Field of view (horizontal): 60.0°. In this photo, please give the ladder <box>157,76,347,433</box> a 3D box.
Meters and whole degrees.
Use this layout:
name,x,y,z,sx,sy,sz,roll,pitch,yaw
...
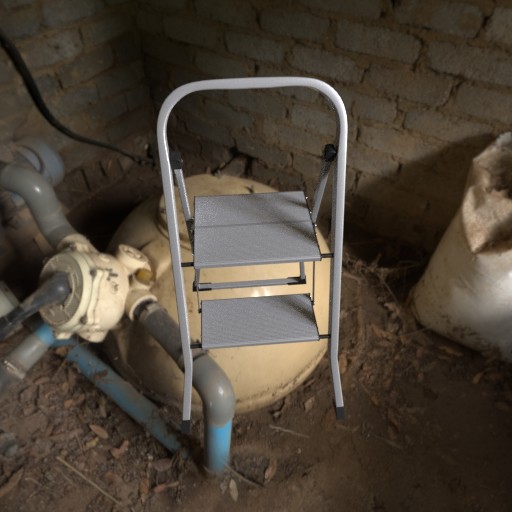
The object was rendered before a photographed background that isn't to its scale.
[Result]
name,x,y,z,sx,sy,sz,roll,pitch,yaw
ladder,0.000,0.000,1.134,0.465,0.830,0.530,-4,46,-4
